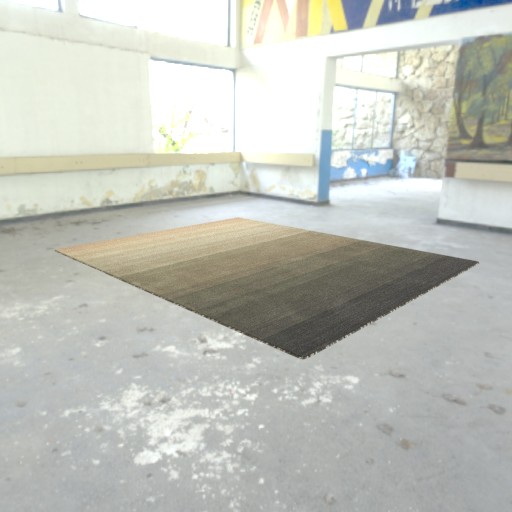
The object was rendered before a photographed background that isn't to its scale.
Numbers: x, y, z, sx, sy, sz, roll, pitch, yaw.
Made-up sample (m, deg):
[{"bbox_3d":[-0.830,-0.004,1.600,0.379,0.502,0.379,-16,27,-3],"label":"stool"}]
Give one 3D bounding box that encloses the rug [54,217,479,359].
[{"bbox_3d":[0.000,0.000,3.826,2.902,0.017,2.305,15,21,43],"label":"rug"}]
